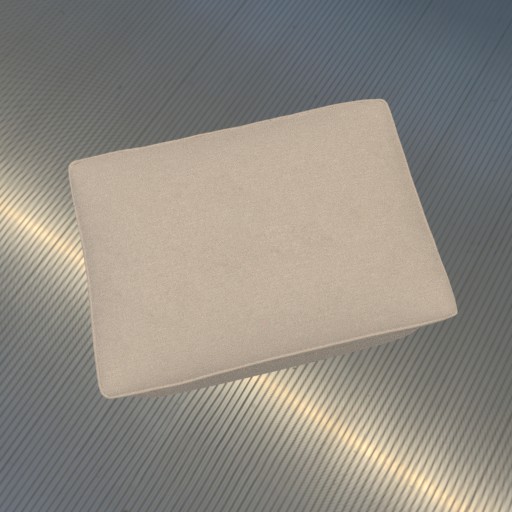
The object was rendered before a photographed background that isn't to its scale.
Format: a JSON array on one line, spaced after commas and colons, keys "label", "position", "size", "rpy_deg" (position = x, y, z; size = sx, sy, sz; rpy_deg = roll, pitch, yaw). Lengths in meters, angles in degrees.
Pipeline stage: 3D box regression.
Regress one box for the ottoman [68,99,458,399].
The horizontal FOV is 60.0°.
[{"label": "ottoman", "position": [0.000, 0.000, 0.983], "size": [0.665, 0.456, 0.501], "rpy_deg": [-13, 76, -3]}]
